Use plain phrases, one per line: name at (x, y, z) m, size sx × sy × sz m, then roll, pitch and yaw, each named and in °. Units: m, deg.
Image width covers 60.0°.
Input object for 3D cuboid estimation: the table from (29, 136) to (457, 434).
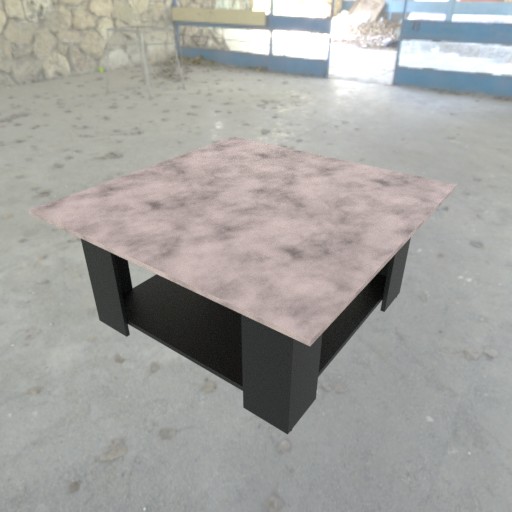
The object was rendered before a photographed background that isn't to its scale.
table at (0.000, 0.000, 1.051) m, size 0.670 × 0.305 × 0.670 m, roll 21°, pitch 37°, yaw 31°
